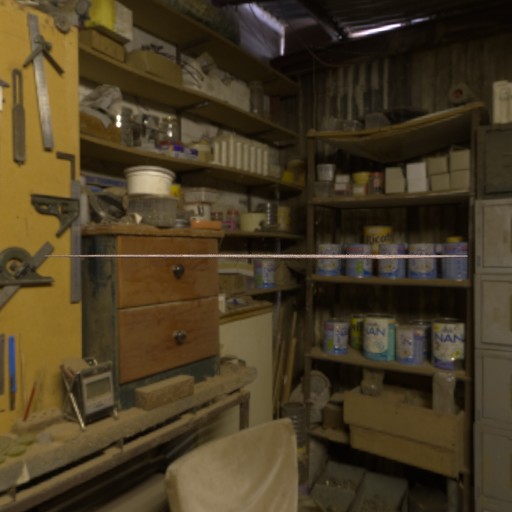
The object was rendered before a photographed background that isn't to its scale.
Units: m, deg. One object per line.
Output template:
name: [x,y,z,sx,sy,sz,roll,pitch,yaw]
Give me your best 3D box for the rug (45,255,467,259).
rug: [0.000,0.000,4.254,3.294,0.018,2.382,0,0,36]
